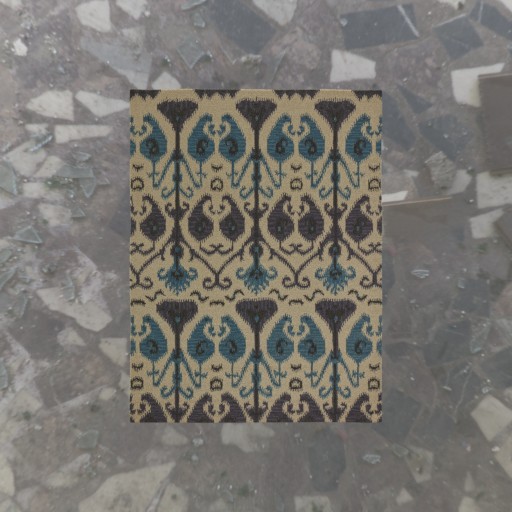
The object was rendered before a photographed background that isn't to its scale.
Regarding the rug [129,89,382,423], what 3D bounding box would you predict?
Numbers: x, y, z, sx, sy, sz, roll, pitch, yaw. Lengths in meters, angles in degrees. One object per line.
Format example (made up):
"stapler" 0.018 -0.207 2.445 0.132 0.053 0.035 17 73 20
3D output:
"rug" 0.000 0.000 4.281 2.443 0.024 3.228 0 90 0
